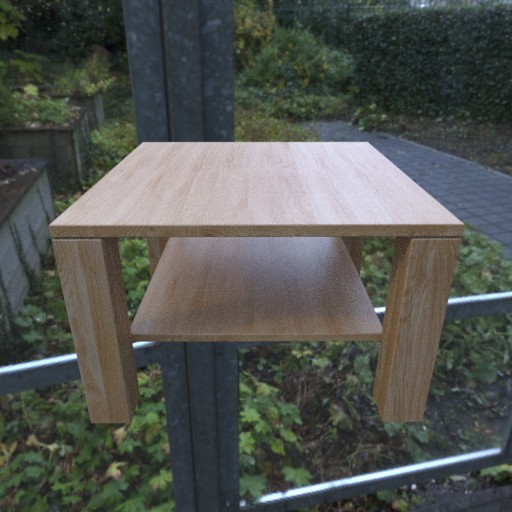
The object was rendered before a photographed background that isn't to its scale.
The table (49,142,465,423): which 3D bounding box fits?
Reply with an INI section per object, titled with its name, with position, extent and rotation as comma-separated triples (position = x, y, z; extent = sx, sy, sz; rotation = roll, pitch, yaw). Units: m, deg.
[table]
position = 0.000, 0.000, 1.156
extent = 0.700, 0.450, 0.700
rotation = 0, 25, 0
